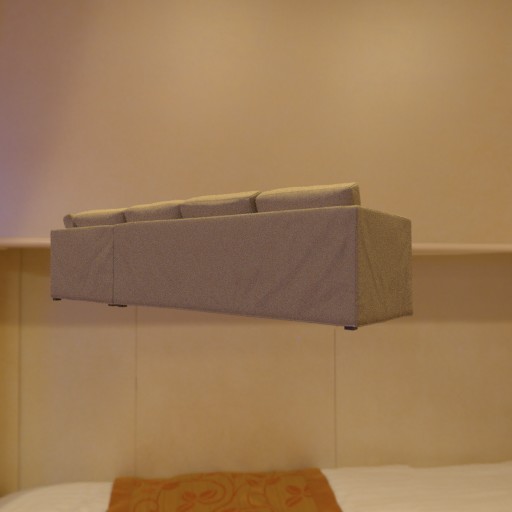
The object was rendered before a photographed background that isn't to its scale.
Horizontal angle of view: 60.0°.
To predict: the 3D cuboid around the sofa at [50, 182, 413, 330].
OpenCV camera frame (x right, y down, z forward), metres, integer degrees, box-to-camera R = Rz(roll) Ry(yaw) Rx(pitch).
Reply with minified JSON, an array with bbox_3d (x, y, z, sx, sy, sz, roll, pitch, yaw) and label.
[{"bbox_3d":[0.000,0.000,4.291,3.182,0.871,2.432,0,-1,37],"label":"sofa"}]
